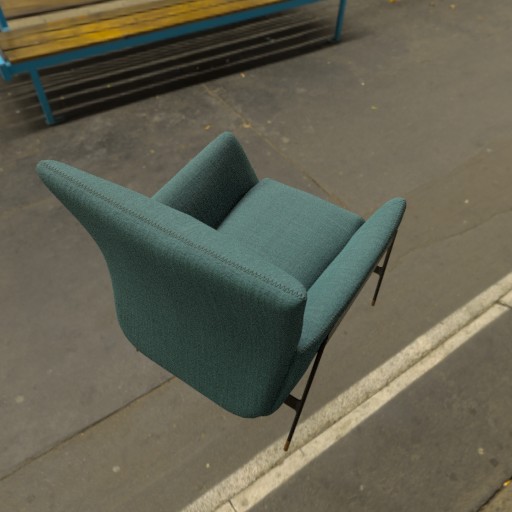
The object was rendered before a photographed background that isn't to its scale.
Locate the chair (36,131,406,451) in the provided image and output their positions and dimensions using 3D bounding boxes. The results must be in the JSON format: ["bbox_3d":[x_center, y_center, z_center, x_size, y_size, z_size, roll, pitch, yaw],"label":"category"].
[{"bbox_3d":[0.000,0.000,1.350,0.678,0.859,0.769,26,53,22],"label":"chair"}]
